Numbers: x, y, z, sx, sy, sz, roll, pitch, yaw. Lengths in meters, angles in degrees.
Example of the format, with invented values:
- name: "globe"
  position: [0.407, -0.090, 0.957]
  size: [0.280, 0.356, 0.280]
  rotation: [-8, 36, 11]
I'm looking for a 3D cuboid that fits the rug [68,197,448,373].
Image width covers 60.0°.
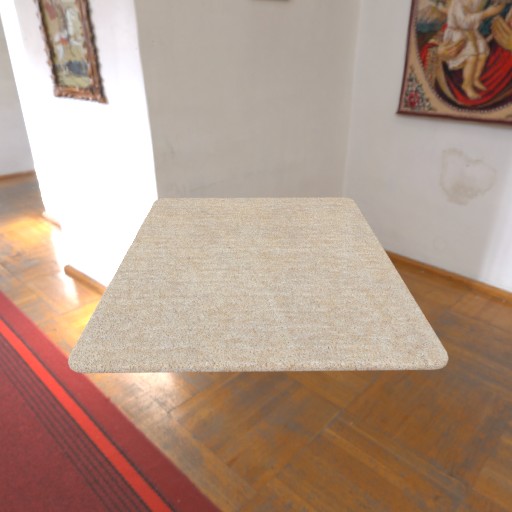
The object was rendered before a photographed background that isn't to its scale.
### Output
- name: "rug"
  position: [0.000, 0.000, 3.392]
  size: [2.009, 0.048, 2.528]
  rotation: [0, 27, -1]
